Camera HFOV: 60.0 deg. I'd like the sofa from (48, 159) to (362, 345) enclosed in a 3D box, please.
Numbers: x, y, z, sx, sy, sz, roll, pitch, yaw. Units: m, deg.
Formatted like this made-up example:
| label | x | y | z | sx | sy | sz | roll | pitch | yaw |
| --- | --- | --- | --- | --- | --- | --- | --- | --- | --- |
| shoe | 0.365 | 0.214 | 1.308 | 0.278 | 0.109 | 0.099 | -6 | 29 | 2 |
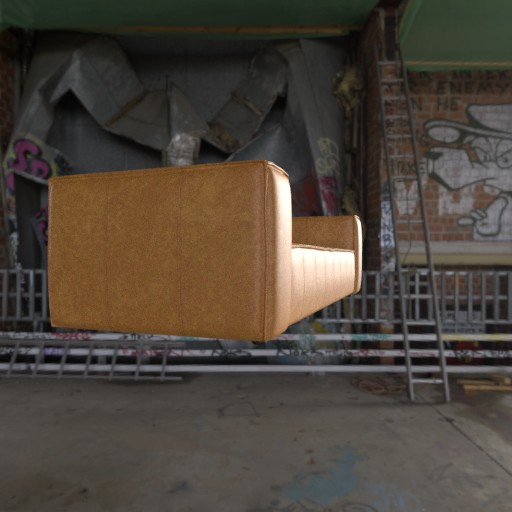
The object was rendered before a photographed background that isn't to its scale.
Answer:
| label | x | y | z | sx | sy | sz | roll | pitch | yaw |
| --- | --- | --- | --- | --- | --- | --- | --- | --- | --- |
| sofa | 0.000 | 0.000 | 2.954 | 1.102 | 0.701 | 2.581 | 0 | 0 | 21 |
